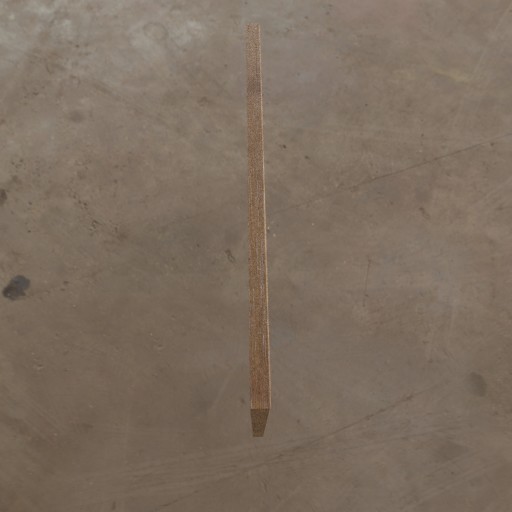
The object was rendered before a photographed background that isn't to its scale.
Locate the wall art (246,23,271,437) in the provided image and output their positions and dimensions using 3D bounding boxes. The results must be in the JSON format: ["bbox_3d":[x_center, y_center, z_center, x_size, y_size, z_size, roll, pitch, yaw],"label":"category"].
[{"bbox_3d":[0.000,0.000,0.953,0.026,0.588,0.690,-1,65,0],"label":"wall art"}]
